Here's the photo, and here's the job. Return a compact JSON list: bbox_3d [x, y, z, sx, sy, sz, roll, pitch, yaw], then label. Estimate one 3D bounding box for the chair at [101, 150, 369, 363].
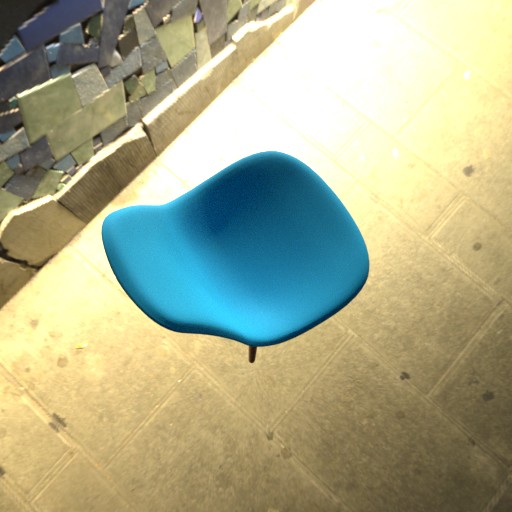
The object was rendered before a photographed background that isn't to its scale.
[{"bbox_3d":[0.000,0.000,1.148,0.533,0.826,0.470,-33,78,-8],"label":"chair"}]
